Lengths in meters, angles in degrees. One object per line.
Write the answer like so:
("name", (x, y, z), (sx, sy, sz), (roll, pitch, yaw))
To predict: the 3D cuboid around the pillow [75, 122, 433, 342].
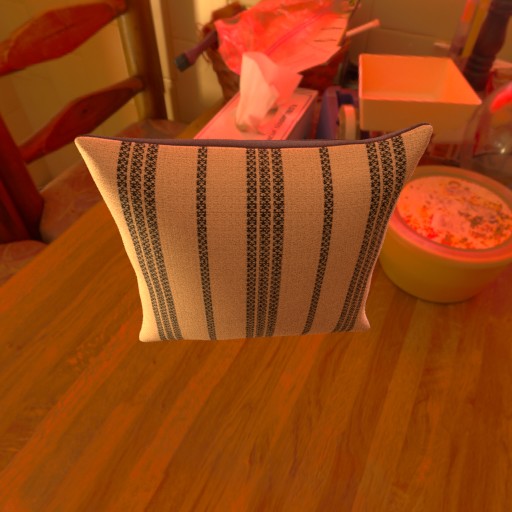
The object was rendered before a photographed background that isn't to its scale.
("pillow", (0.000, 0.000, 0.639), (0.405, 0.406, 0.173), (-3, 47, -2))
